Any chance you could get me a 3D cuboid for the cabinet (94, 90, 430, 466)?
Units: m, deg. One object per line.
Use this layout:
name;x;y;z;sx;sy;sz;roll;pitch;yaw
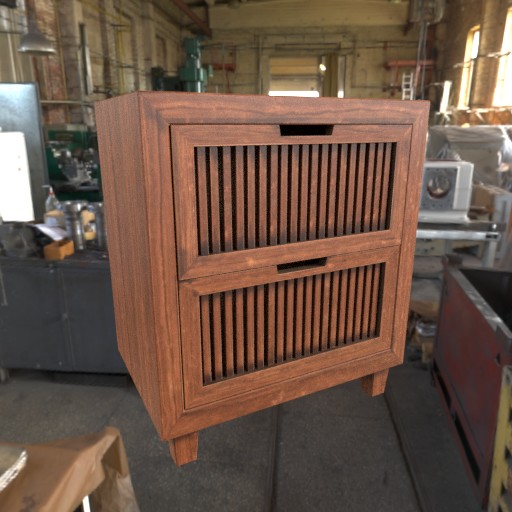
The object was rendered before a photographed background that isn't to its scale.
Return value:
cabinet;0.000;0.000;1.055;0.607;0.695;0.410;-8;18;-27
